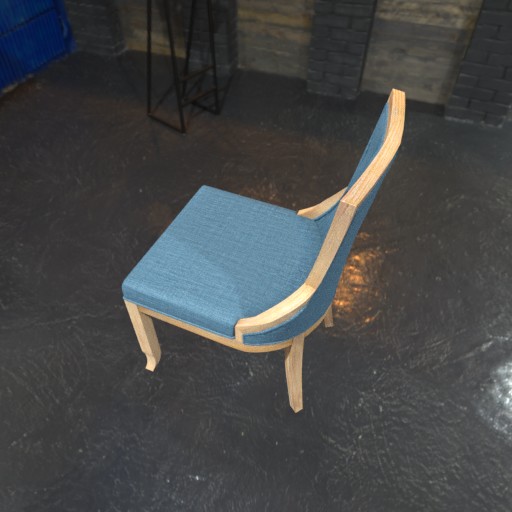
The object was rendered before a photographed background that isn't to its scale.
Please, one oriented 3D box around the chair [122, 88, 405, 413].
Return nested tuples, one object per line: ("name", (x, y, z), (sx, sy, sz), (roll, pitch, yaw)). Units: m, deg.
("chair", (0.000, 0.000, 1.334), (0.641, 0.947, 0.524), (17, 49, 16))
